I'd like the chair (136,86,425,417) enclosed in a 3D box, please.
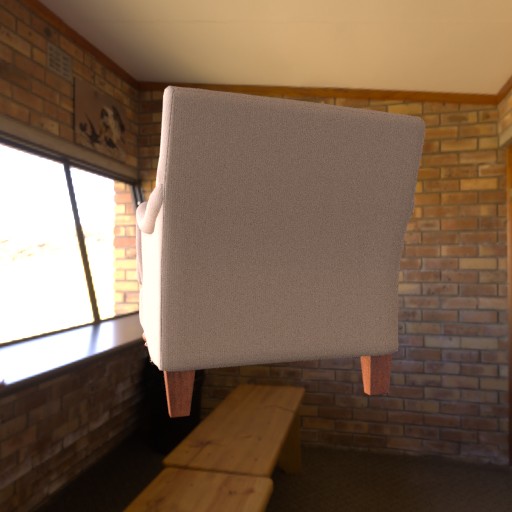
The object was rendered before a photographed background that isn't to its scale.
[{"bbox_3d":[0.000,0.000,1.855,0.955,1.038,1.070,0,-1,-19],"label":"chair"}]
